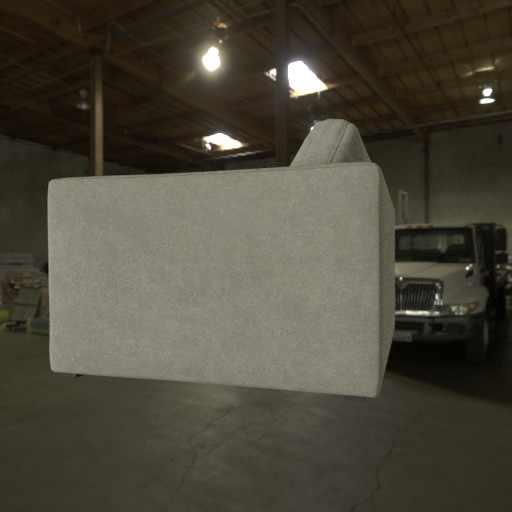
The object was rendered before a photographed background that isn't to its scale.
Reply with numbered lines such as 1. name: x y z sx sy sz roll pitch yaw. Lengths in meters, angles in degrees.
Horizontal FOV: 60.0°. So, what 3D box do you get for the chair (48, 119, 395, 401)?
1. chair: 0.000 0.000 1.838 1.091 0.845 1.190 0 -1 19
